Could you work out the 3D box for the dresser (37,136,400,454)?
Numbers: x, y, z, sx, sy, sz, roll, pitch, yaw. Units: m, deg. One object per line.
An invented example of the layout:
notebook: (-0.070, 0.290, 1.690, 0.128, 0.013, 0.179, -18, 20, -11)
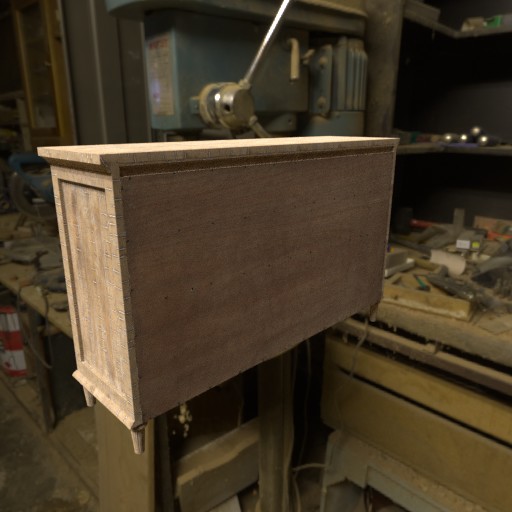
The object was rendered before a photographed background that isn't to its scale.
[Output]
dresser: (0.000, 0.000, 2.036, 1.626, 1.016, 0.457, -16, 23, -42)
